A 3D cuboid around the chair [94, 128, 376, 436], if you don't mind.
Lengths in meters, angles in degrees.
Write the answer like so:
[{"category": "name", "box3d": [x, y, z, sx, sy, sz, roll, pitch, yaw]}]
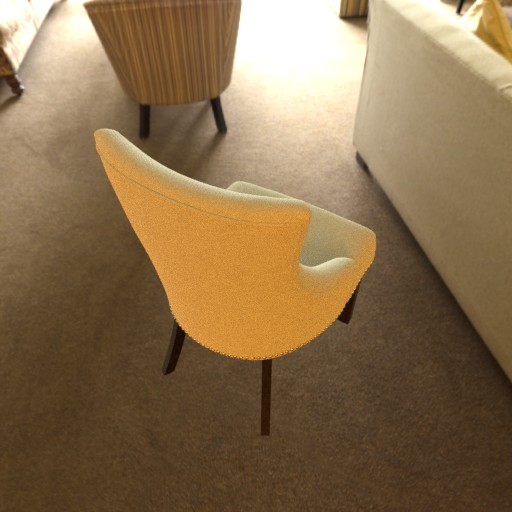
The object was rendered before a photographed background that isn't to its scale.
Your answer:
[{"category": "chair", "box3d": [0.000, 0.000, 1.301, 0.566, 0.909, 0.629, 24, 51, 21]}]
